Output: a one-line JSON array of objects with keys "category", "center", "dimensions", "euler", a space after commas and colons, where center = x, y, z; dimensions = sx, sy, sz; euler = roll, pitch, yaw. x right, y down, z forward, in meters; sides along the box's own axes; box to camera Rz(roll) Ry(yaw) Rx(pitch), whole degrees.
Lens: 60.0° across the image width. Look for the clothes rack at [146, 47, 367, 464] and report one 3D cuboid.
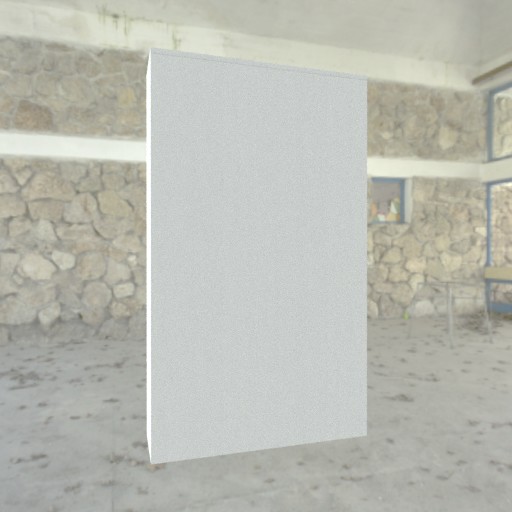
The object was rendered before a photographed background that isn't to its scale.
[{"category": "clothes rack", "center": [0.000, 0.000, 1.587], "dimensions": [0.750, 1.280, 0.250], "euler": [0, 0, -17]}]
